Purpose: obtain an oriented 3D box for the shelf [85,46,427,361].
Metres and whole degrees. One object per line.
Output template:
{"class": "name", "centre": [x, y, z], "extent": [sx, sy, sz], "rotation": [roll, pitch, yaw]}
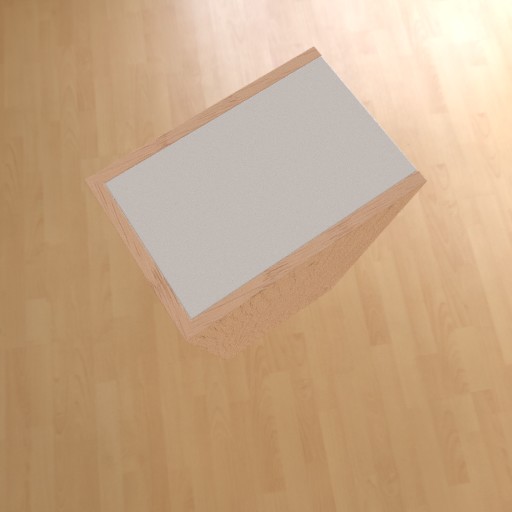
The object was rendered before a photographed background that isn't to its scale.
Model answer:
{"class": "shelf", "centre": [0.000, 0.000, 0.743], "extent": [0.290, 0.600, 0.200], "rotation": [-33, 78, -8]}
